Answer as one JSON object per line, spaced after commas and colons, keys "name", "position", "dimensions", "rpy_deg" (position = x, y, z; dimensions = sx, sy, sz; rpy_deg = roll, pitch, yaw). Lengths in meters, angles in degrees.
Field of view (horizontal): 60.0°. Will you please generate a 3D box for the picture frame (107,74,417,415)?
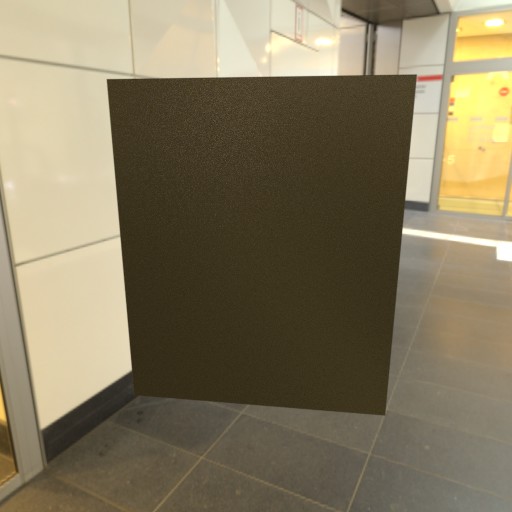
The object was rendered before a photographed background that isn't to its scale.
{"name": "picture frame", "position": [0.000, 0.000, 0.742], "dimensions": [0.460, 0.556, 0.028], "rpy_deg": [2, 16, 7]}
